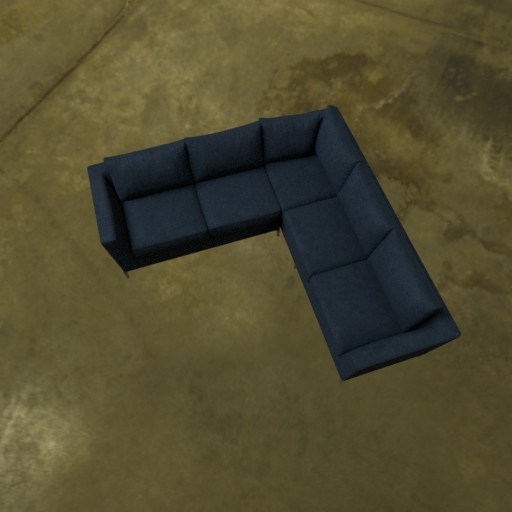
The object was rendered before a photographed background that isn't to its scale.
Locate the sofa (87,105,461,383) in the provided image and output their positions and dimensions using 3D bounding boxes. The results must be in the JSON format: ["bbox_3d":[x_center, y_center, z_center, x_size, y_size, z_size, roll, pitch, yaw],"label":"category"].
[{"bbox_3d":[0.000,0.000,3.911,2.472,0.988,2.463,-16,64,-8],"label":"sofa"}]
